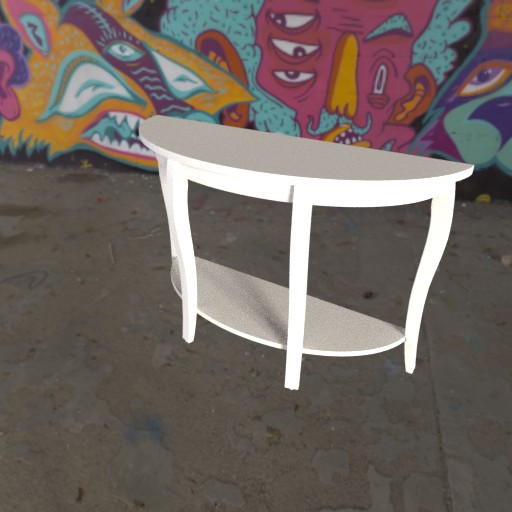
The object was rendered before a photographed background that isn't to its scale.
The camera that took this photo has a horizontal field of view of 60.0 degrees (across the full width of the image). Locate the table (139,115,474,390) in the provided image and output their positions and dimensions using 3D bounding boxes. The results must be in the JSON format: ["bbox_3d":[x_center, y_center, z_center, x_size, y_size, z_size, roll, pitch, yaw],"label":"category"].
[{"bbox_3d":[0.000,0.000,1.592,1.219,0.780,0.394,18,34,28],"label":"table"}]
